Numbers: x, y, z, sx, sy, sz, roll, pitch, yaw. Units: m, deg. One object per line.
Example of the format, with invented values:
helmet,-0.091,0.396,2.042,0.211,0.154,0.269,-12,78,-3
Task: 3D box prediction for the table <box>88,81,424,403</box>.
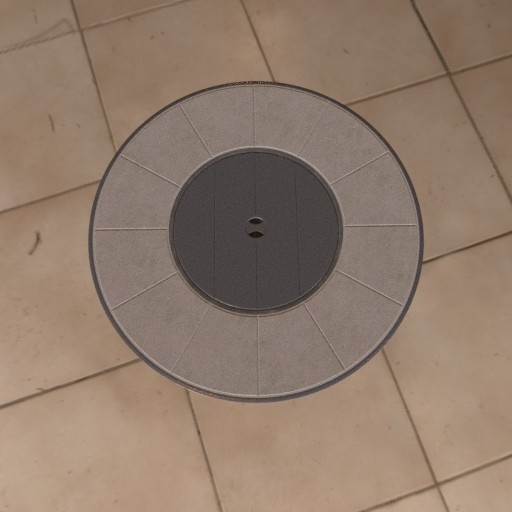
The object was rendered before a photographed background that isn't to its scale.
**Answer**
table,0.000,0.000,1.527,0.914,0.650,0.914,0,76,0
